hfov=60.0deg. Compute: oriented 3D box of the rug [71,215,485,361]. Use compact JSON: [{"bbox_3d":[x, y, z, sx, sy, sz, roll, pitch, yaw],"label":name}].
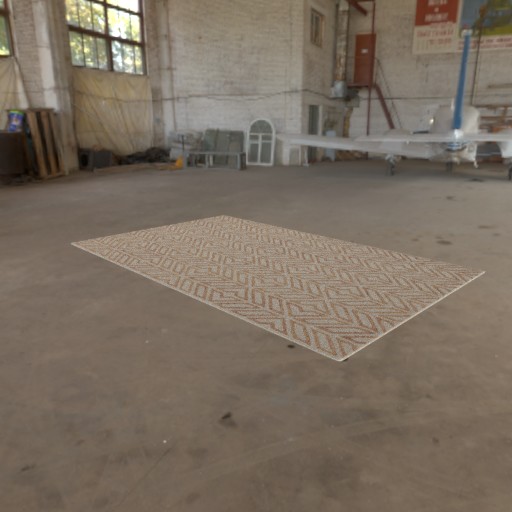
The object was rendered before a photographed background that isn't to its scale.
[{"bbox_3d":[0.000,0.000,3.009,1.523,0.008,2.438,-16,23,-42],"label":"rug"}]
